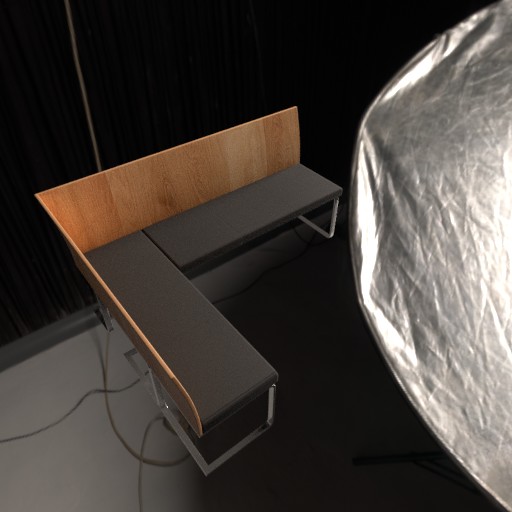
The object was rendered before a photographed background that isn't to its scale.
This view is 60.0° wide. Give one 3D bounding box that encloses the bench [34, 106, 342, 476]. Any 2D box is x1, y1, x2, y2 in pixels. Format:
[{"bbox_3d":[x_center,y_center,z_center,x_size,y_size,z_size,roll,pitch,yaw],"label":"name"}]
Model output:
[{"bbox_3d":[0.000,0.000,2.766,1.945,0.930,1.495,-27,48,-28],"label":"bench"}]
